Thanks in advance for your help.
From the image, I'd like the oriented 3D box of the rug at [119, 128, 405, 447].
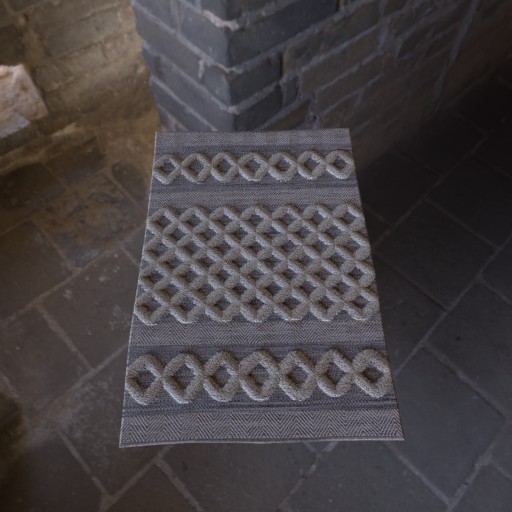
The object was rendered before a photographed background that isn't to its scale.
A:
[{"bbox_3d":[0.000,0.000,2.321,1.222,0.030,1.823,-1,60,-1],"label":"rug"}]
